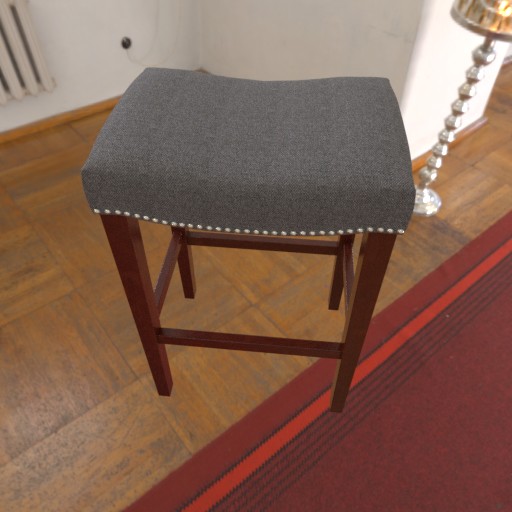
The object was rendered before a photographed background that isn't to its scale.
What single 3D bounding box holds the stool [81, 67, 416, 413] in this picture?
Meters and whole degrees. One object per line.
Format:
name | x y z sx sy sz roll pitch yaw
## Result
stool | 0.000 0.000 1.010 0.504 0.742 0.372 4 46 4
